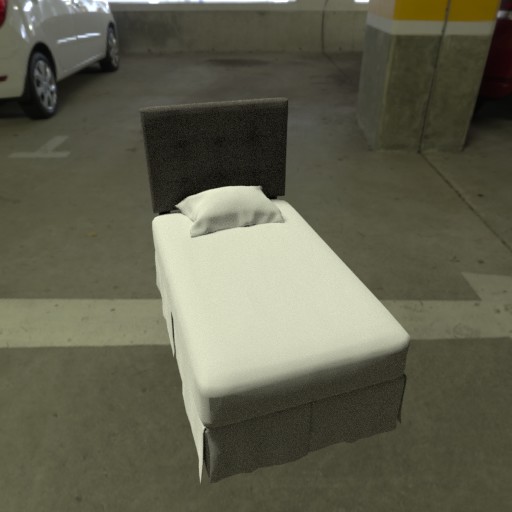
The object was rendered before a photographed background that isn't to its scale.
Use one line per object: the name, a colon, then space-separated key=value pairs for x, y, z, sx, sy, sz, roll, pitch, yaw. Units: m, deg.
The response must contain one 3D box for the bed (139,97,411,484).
bed: x=0.000 y=0.000 z=2.942 sx=1.261 sy=1.571 sz=1.997 roll=-10 pitch=33 yaw=-15
